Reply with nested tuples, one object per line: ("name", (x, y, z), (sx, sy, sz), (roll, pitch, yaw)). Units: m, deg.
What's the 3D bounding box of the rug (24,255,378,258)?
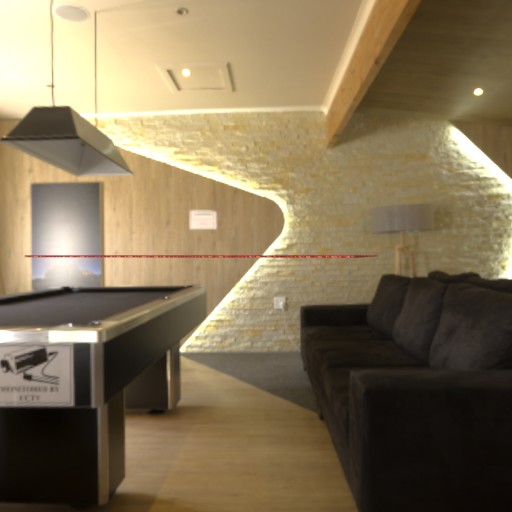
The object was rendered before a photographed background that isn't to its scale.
("rug", (0.000, 0.000, 3.019), (1.531, 0.010, 2.442), (0, 0, 17))
